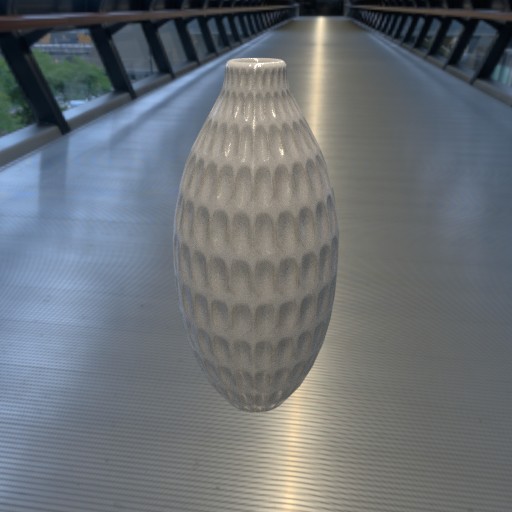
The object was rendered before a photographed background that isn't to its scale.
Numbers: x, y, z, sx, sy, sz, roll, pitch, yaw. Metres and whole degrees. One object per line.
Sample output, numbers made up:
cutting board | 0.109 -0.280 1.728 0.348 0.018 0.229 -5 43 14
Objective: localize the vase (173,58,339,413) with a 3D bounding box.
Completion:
vase | 0.000 0.000 0.348 0.127 0.282 0.127 0 28 0
